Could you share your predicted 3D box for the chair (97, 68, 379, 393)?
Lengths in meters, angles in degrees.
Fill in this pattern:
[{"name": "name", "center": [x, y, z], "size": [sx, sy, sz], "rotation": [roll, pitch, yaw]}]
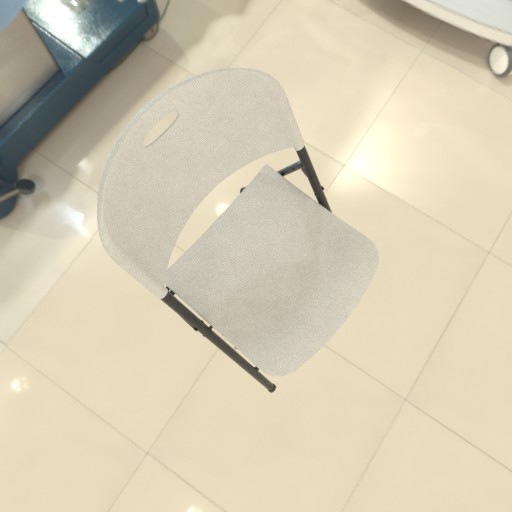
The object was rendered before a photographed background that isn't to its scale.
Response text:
[{"name": "chair", "center": [0.000, 0.000, 1.169], "size": [0.566, 0.810, 0.494], "rotation": [40, 79, 9]}]
